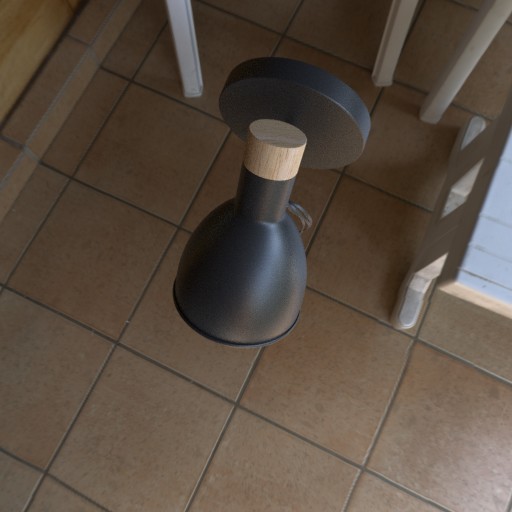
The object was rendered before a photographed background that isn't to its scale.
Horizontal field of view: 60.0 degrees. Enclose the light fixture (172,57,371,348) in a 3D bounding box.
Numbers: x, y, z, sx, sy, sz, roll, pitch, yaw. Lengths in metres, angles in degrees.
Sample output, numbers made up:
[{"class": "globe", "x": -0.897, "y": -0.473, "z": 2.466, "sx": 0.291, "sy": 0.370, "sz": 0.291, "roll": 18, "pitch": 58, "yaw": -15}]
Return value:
[{"class": "light fixture", "x": 0.000, "y": 0.000, "z": 0.479, "sx": 0.127, "sy": 0.401, "sz": 0.203, "roll": 19, "pitch": 77, "yaw": 5}]
